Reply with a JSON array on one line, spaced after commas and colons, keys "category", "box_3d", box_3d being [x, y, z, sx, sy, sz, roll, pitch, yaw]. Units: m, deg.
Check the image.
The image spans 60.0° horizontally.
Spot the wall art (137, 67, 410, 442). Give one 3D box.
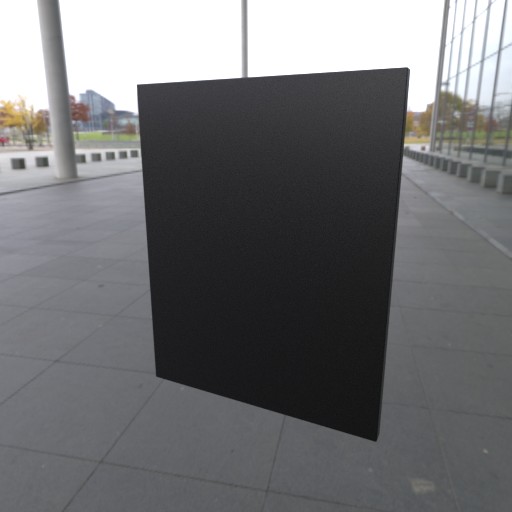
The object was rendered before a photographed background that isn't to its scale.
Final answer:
[{"category": "wall art", "box_3d": [0.000, 0.000, 1.588, 0.950, 1.194, 0.053, 8, 17, 26]}]
